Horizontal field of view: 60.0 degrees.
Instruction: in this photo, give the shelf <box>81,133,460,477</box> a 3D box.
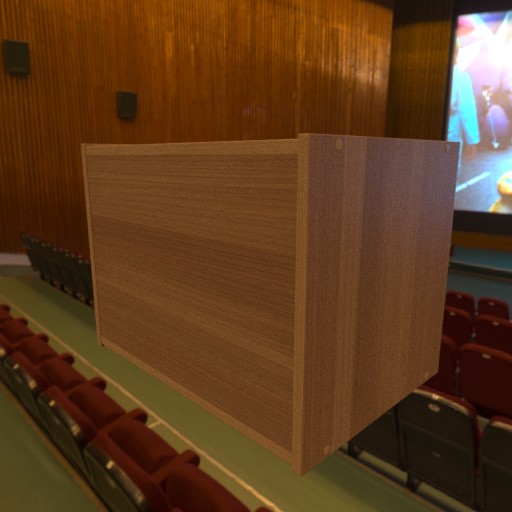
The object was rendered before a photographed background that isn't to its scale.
[{"bbox_3d":[0.000,0.000,0.617,0.290,0.305,0.415,-12,17,-43],"label":"shelf"}]
